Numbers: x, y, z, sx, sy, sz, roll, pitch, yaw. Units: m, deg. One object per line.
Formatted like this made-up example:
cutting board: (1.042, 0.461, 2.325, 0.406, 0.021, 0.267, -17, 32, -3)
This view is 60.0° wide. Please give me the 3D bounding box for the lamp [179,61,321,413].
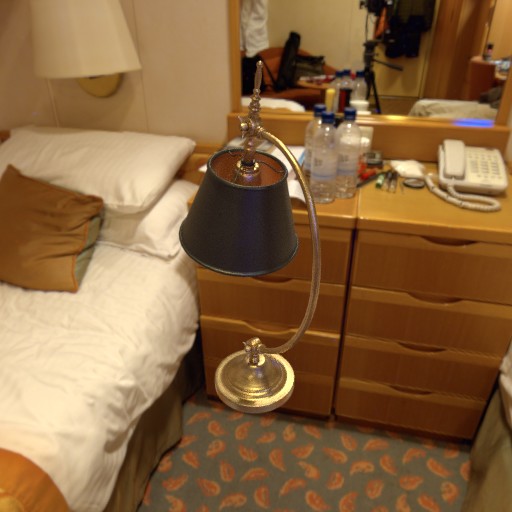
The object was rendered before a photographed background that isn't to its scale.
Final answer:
lamp: (0.000, 0.000, 0.832, 0.235, 0.675, 0.344, -18, 34, -29)
